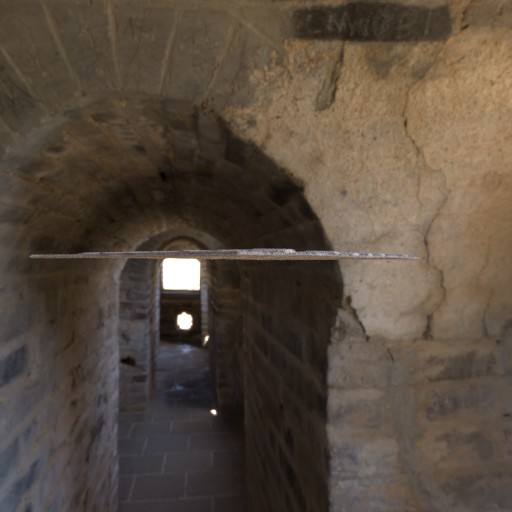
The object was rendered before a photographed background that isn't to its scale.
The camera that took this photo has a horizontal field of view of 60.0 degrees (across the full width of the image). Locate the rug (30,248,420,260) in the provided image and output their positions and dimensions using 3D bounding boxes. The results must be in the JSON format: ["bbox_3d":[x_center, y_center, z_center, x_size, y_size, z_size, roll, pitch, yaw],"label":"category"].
[{"bbox_3d":[0.000,0.000,2.390,1.222,0.030,1.823,-1,-1,36],"label":"rug"}]
